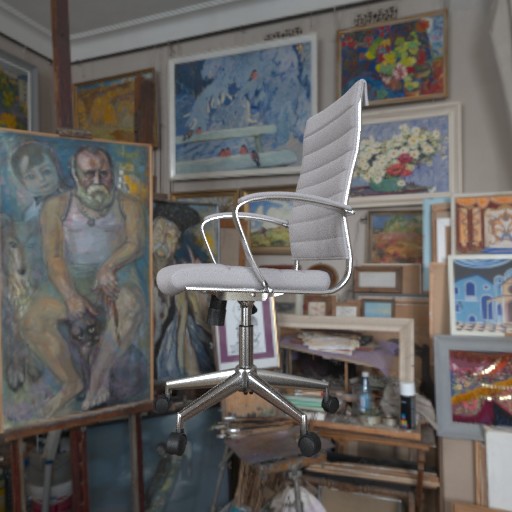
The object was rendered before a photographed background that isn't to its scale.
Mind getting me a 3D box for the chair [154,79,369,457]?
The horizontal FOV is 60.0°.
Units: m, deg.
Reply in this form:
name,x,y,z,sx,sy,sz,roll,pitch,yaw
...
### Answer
name,x,y,z,sx,sy,sz,roll,pitch,yaw
chair,0.000,0.000,1.550,0.667,1.149,0.679,0,-1,-17
